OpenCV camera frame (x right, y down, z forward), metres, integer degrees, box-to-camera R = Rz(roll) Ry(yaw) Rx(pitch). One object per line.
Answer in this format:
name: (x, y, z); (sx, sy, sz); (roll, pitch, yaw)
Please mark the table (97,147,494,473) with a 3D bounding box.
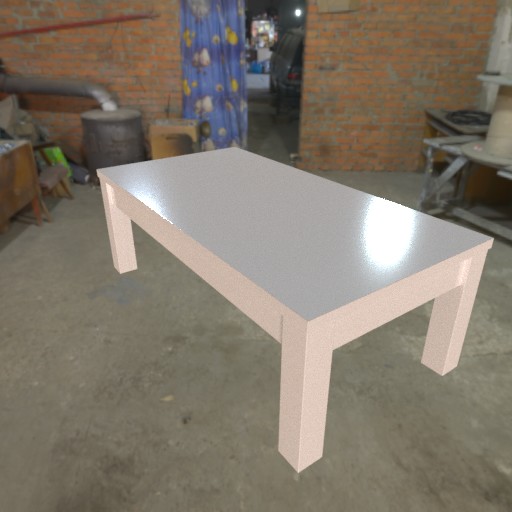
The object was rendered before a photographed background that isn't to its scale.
table: (0.000, 0.000, 1.675); (0.700, 0.470, 1.350); (-18, 32, -31)
